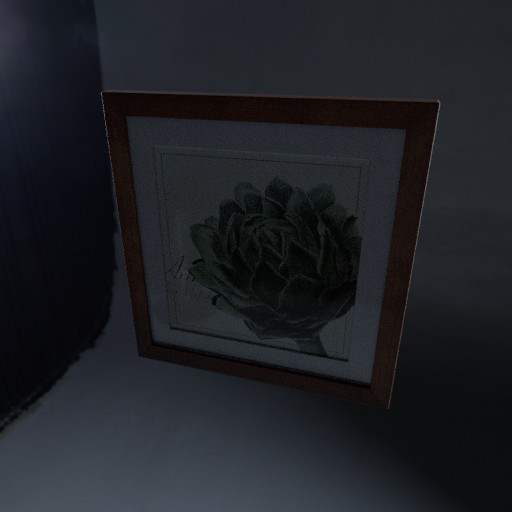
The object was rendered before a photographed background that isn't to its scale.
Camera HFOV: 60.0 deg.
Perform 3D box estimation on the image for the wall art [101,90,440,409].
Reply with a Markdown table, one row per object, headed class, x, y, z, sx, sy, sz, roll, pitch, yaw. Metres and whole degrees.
| class | x | y | z | sx | sy | sz | roll | pitch | yaw |
| --- | --- | --- | --- | --- | --- | --- | --- | --- | --- |
| wall art | 0.000 | 0.000 | 0.836 | 0.554 | 0.572 | 0.037 | 8 | 26 | 16 |
